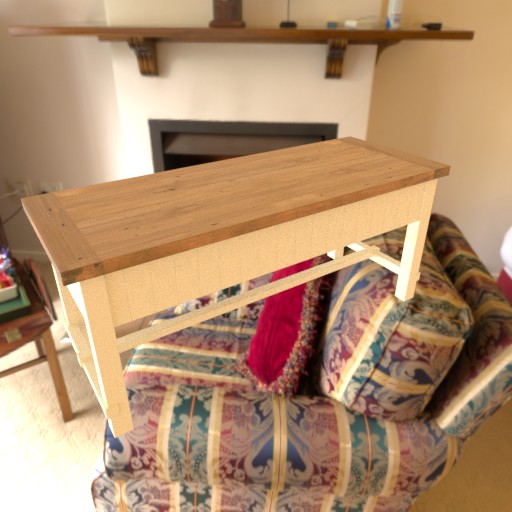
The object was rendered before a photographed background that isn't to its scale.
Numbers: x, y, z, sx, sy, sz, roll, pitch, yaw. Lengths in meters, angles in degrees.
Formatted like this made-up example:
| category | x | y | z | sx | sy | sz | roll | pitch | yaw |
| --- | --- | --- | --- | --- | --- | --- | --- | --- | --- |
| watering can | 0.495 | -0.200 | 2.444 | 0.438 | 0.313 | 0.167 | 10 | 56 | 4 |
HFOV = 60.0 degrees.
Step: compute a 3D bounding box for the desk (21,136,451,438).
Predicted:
| category | x | y | z | sx | sy | sz | roll | pitch | yaw |
| --- | --- | --- | --- | --- | --- | --- | --- | --- | --- |
| desk | 0.000 | 0.000 | 2.143 | 1.803 | 0.762 | 0.688 | -18 | 34 | -29 |
